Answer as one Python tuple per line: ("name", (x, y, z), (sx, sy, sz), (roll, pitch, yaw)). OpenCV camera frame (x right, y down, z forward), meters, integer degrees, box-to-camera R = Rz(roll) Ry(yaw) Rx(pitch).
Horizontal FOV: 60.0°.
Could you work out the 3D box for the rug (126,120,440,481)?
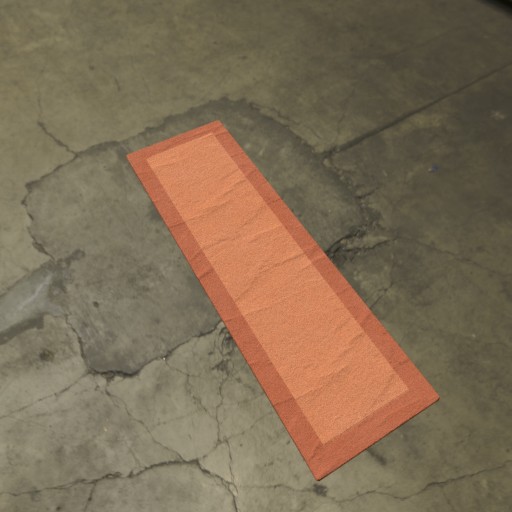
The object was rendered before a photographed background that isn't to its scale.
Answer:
("rug", (0.000, 0.000, 2.710), (0.914, 0.013, 2.471), (-30, 62, -18))
